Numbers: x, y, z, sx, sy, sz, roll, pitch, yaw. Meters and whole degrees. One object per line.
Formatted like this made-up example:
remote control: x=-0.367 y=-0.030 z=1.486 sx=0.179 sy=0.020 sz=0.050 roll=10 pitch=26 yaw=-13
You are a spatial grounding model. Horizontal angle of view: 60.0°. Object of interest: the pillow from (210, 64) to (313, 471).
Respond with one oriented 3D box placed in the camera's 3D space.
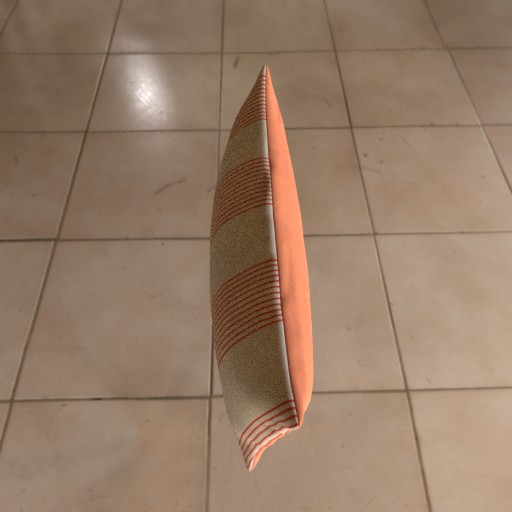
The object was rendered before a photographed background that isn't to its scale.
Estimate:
pillow: x=0.000 y=0.000 z=0.732 sx=0.156 sy=0.292 sz=0.608 roll=-2 pitch=57 yaw=-1
